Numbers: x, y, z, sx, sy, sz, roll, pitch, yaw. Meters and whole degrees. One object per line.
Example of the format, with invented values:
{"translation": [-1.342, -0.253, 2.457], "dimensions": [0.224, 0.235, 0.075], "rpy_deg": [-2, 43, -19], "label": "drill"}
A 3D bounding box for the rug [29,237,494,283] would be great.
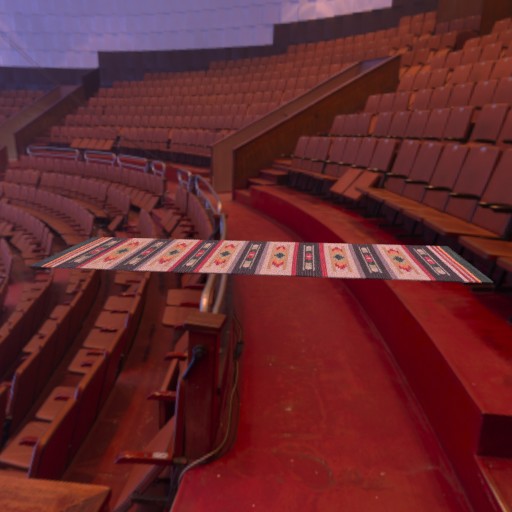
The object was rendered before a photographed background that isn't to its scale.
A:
{"translation": [0.000, 0.000, 2.675], "dimensions": [2.440, 0.009, 0.760], "rpy_deg": [2, 15, 6], "label": "rug"}
